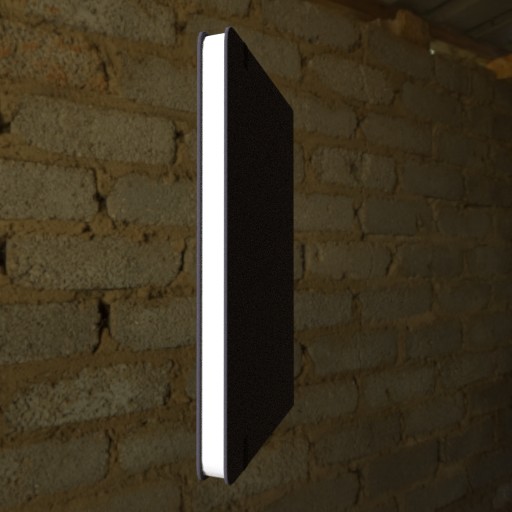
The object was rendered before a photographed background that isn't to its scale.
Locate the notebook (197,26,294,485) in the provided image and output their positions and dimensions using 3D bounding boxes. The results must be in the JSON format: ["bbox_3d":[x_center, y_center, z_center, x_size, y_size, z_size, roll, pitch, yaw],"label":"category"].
[{"bbox_3d":[0.000,0.000,0.261,0.016,0.213,0.127,0,-1,18],"label":"notebook"}]
